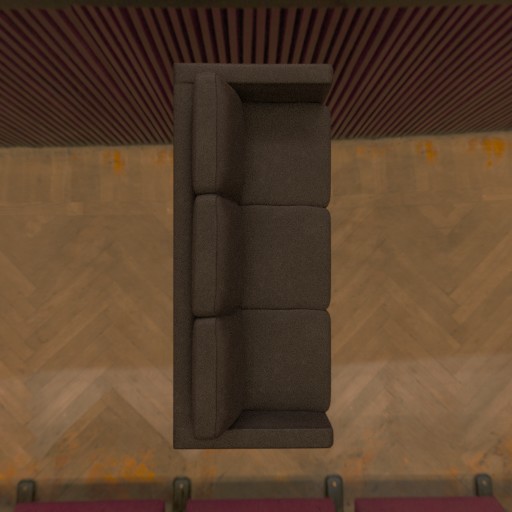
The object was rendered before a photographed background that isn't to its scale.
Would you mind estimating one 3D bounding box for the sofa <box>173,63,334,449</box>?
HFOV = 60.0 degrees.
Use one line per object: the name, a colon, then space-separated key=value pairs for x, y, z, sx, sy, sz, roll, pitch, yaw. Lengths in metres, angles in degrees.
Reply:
sofa: x=0.000 y=0.000 z=2.550 sx=0.879 sy=0.899 sz=2.029 roll=0 pitch=90 yaw=-1
